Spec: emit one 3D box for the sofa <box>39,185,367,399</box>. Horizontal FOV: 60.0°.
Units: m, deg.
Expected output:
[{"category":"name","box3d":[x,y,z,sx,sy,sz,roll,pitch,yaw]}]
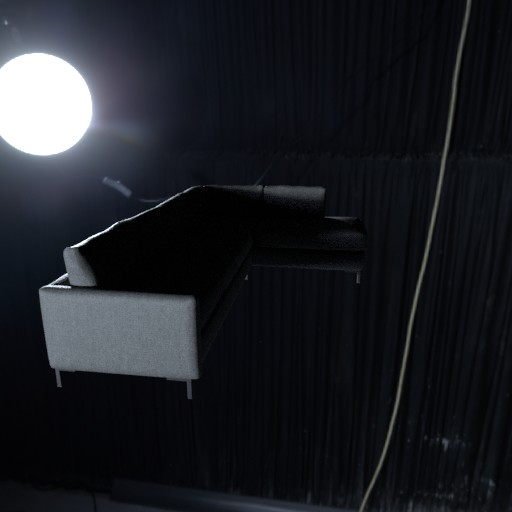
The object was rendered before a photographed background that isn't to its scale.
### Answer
[{"category":"sofa","box3d":[0.000,0.000,3.729,1.984,0.858,2.972,2,17,8]}]
